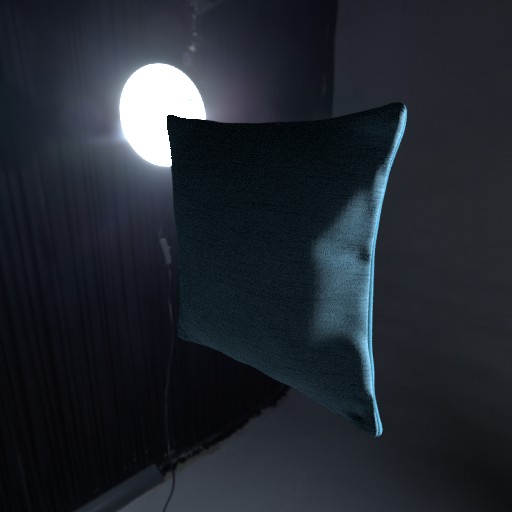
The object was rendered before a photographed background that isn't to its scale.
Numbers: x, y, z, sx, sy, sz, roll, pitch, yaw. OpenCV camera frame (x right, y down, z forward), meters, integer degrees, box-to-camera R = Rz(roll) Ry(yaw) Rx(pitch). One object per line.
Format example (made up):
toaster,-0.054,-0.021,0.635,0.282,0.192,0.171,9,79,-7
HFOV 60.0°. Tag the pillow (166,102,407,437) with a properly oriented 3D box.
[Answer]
pillow,0.000,0.000,0.658,0.433,0.415,0.151,15,21,42
